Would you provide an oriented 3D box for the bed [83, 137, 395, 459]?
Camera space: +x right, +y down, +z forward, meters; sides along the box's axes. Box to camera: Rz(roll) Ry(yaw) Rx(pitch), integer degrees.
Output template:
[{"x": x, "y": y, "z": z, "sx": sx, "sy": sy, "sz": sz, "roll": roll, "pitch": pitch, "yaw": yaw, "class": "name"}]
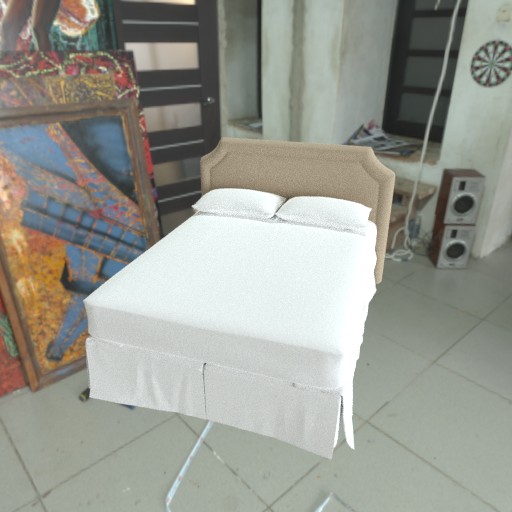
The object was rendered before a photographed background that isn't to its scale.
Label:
[{"x": 0.000, "y": 0.000, "z": 3.334, "sx": 1.828, "sy": 1.301, "sz": 2.204, "roll": 8, "pitch": 27, "yaw": 17, "class": "bed"}]
